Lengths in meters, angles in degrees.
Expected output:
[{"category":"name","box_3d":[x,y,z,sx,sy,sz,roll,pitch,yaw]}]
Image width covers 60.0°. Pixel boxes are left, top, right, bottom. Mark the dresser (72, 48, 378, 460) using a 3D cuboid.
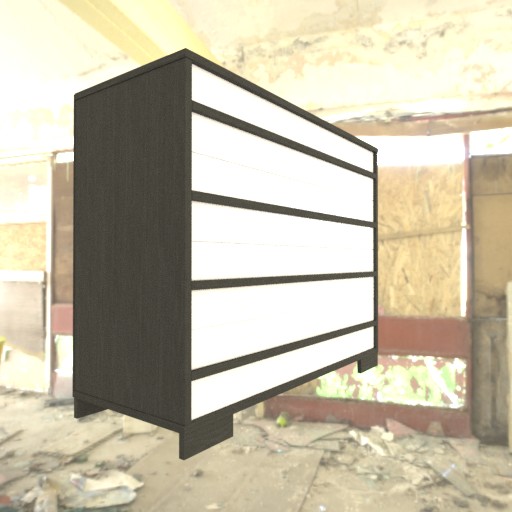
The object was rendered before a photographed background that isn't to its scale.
[{"category":"dresser","box_3d":[0.000,0.000,1.391,0.404,0.816,0.994,0,-1,37]}]
